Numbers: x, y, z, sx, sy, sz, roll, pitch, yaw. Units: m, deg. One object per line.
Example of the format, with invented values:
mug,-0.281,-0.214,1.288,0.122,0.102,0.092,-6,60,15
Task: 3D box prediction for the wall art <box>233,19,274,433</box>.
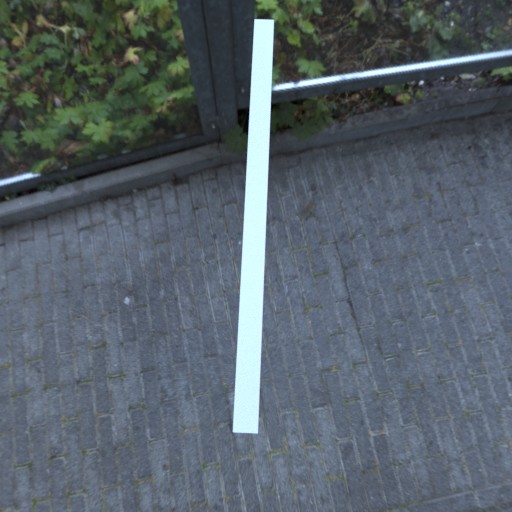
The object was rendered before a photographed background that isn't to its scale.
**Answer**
wall art,0.000,0.000,0.681,0.023,0.453,0.455,2,75,1
